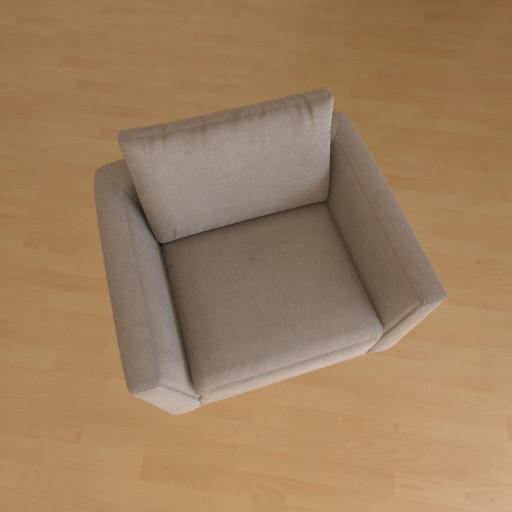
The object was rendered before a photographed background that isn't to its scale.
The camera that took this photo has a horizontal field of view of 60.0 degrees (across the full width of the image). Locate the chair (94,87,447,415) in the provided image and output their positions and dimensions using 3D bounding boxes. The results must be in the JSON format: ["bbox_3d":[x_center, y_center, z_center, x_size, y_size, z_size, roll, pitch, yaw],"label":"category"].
[{"bbox_3d":[0.000,0.000,1.694,1.041,0.864,0.889,-15,64,-8],"label":"chair"}]
